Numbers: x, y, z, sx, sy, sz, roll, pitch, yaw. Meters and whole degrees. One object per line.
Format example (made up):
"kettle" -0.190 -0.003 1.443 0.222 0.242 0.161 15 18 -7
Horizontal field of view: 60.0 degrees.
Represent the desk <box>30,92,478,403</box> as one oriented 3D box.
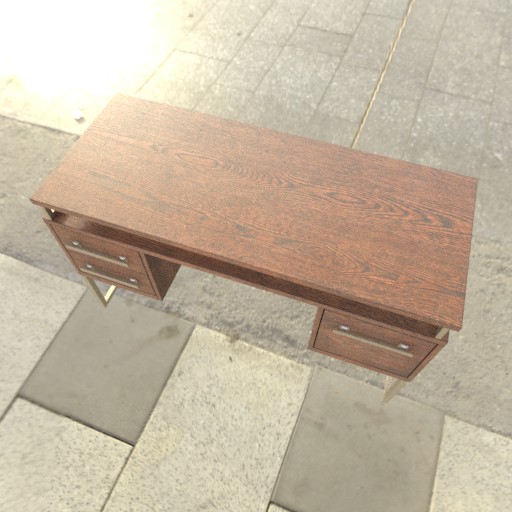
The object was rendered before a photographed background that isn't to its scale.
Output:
"desk" 0.000 0.000 1.806 1.384 0.792 0.610 16 59 10
